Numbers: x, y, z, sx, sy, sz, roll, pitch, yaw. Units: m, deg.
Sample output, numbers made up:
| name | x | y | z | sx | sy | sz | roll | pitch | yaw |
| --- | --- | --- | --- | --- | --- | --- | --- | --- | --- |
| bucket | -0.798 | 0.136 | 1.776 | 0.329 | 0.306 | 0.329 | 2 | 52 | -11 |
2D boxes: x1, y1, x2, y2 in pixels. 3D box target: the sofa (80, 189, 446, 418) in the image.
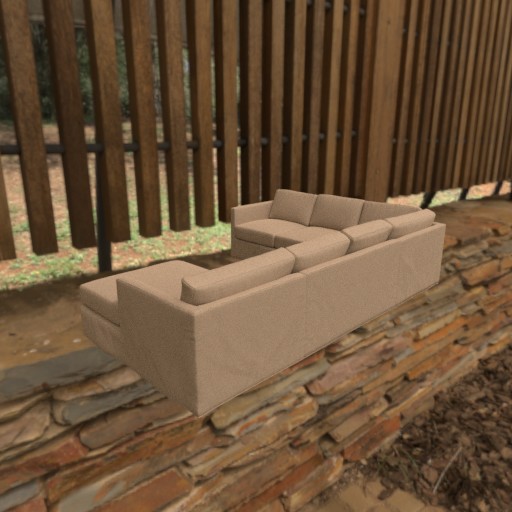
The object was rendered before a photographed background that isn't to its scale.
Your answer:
| name | x | y | z | sx | sy | sz | roll | pitch | yaw |
| --- | --- | --- | --- | --- | --- | --- | --- | --- | --- |
| sofa | 0.000 | 0.000 | 4.550 | 3.460 | 0.882 | 2.427 | -16 | 23 | -43 |
